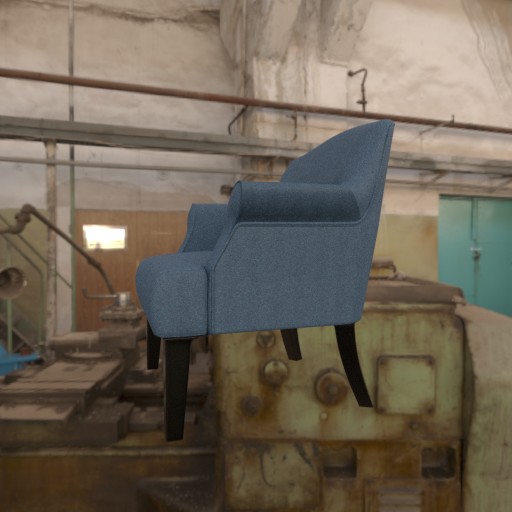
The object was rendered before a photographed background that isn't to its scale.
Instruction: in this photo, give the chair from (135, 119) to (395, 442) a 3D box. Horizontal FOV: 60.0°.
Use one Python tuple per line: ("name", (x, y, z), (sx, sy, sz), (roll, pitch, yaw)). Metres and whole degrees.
("chair", (0.000, 0.000, 1.486), (0.754, 0.878, 0.770), (-1, 2, -18))
